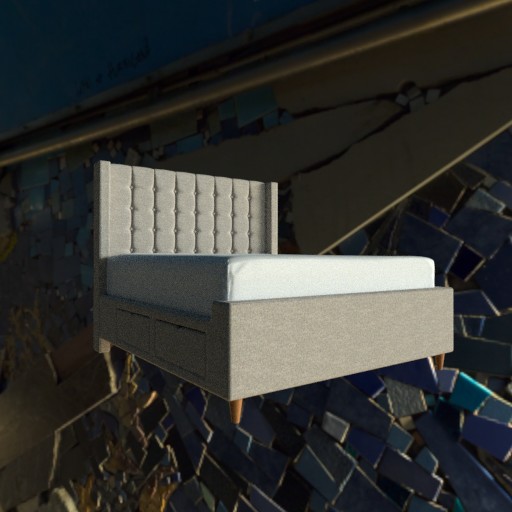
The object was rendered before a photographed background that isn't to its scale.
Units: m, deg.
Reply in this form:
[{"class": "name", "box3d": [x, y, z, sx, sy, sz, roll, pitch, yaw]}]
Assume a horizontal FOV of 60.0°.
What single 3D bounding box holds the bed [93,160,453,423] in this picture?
[{"class": "bed", "box3d": [0.000, 0.000, 3.771, 2.044, 1.748, 2.372, 0, 0, -36]}]
